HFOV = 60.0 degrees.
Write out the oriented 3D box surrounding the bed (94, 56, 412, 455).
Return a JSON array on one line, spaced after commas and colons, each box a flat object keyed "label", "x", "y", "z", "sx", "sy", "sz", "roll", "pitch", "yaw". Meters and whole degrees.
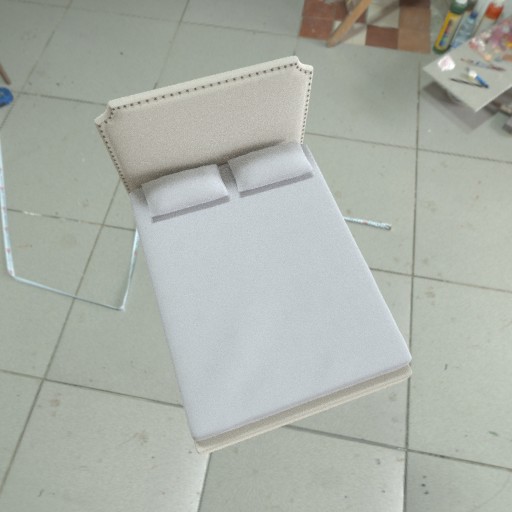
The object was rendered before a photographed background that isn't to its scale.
[{"label": "bed", "x": 0.000, "y": 0.000, "z": 3.421, "sx": 1.712, "sy": 1.497, "sz": 2.372, "roll": -17, "pitch": 66, "yaw": -8}]
